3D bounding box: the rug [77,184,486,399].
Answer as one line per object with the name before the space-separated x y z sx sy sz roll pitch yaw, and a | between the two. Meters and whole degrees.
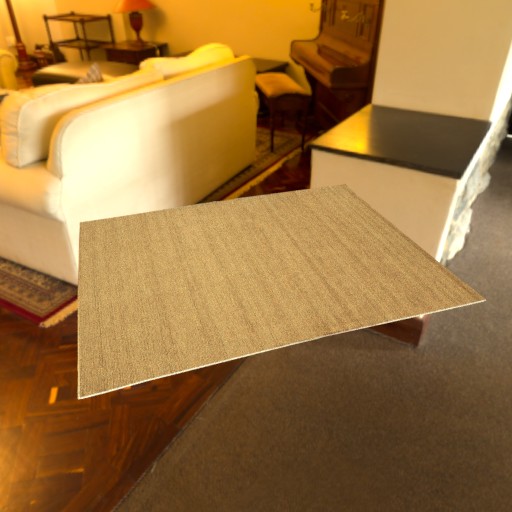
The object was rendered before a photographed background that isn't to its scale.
rug | 0.000 0.000 4.201 3.202 0.045 2.434 -10 35 -15
